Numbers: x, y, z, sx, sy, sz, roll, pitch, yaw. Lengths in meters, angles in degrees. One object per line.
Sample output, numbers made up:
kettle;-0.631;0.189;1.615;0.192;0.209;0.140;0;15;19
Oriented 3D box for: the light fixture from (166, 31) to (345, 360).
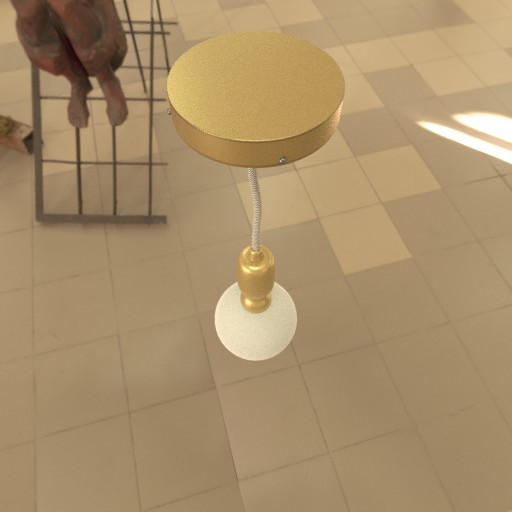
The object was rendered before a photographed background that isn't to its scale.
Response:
light fixture;0.000;0.000;0.569;0.147;0.510;0.146;-14;58;-9
